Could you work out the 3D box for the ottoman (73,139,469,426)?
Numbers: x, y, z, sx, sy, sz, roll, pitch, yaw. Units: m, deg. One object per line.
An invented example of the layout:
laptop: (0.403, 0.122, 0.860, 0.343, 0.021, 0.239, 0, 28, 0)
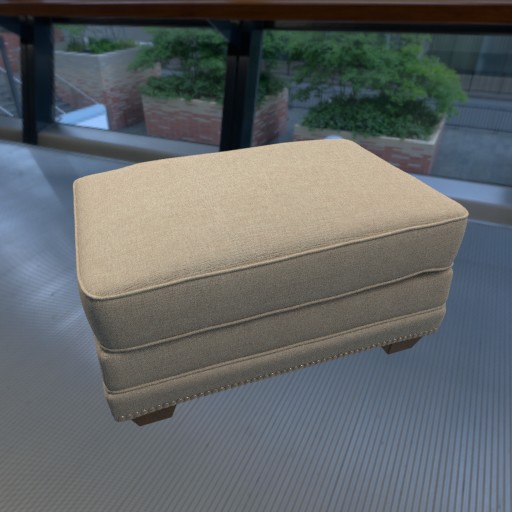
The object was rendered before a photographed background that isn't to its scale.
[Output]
ottoman: (0.000, 0.000, 1.121, 0.813, 0.458, 0.559, -11, 34, -17)
